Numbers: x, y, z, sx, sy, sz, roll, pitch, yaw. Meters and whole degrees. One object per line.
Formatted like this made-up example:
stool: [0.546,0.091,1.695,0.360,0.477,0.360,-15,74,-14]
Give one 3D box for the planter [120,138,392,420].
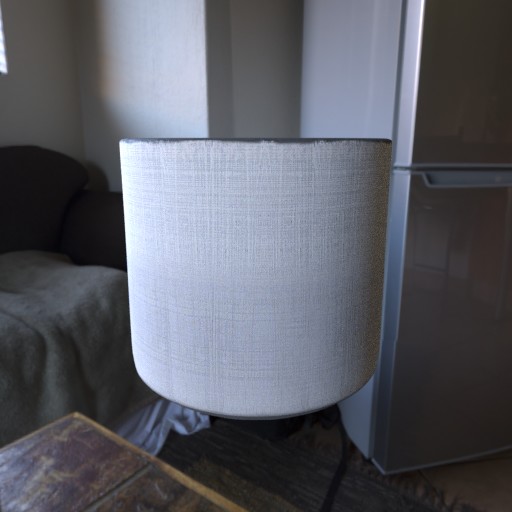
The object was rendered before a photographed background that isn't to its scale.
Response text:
planter: [0.000,0.000,0.392,0.221,0.201,0.221,0,15,0]
